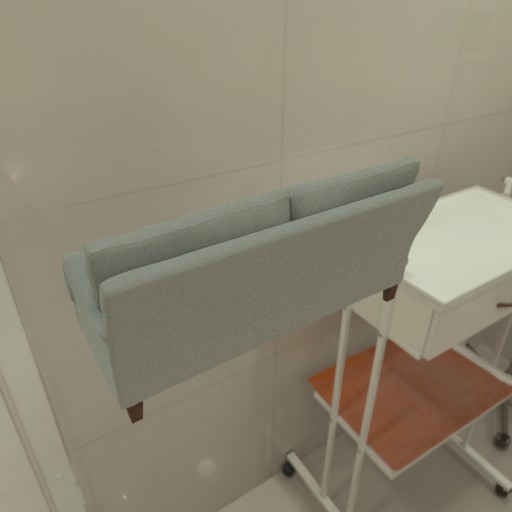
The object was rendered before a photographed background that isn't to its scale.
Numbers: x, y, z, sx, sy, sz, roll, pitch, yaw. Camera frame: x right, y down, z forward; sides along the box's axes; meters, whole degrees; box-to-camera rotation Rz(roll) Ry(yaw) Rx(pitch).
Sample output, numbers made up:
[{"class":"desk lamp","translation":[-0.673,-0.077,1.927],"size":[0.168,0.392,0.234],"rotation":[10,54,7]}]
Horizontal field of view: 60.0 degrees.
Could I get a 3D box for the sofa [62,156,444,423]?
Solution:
[{"class":"sofa","translation":[0.000,0.000,2.825],"size":[2.193,1.096,1.069],"rotation":[-19,35,-29]}]
